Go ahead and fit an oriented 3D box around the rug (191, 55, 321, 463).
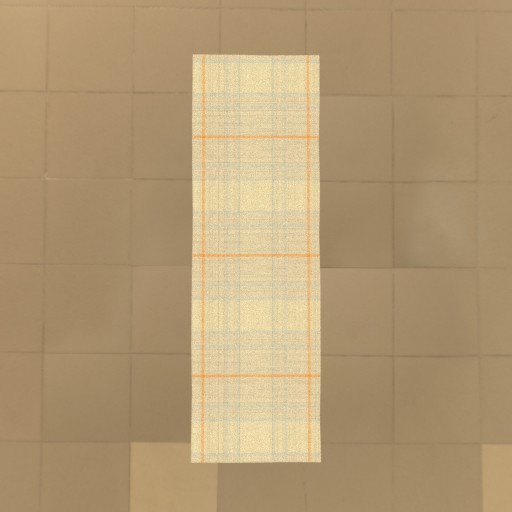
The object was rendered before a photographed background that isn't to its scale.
[{"bbox_3d":[0.000,0.000,2.656,0.770,0.016,2.442,0,88,0],"label":"rug"}]
